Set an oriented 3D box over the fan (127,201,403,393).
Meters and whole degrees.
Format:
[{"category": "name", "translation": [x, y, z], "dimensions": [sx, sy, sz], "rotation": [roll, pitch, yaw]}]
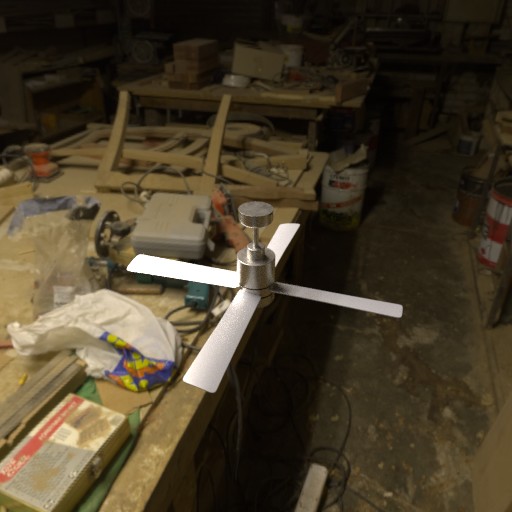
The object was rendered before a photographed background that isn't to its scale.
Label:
[{"category": "fan", "translation": [0.000, 0.000, 2.307], "dimensions": [1.525, 0.539, 1.525], "rotation": [10, 32, 16]}]
